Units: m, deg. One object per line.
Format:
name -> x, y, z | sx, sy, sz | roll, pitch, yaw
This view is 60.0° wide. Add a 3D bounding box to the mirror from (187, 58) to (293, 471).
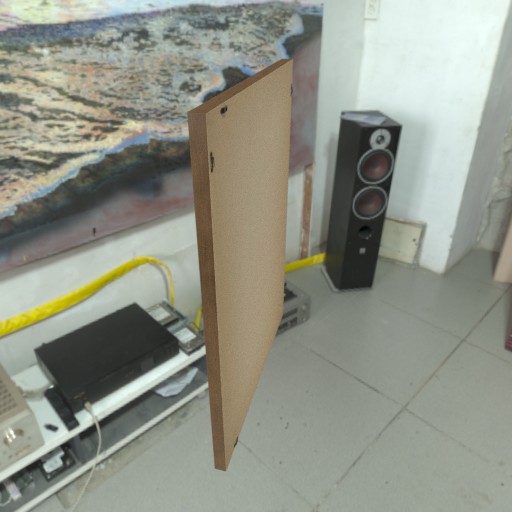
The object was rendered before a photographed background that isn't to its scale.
mirror -> 0.000, 0.000, 1.347 | 0.040, 1.016, 0.762 | 8, 32, 13
